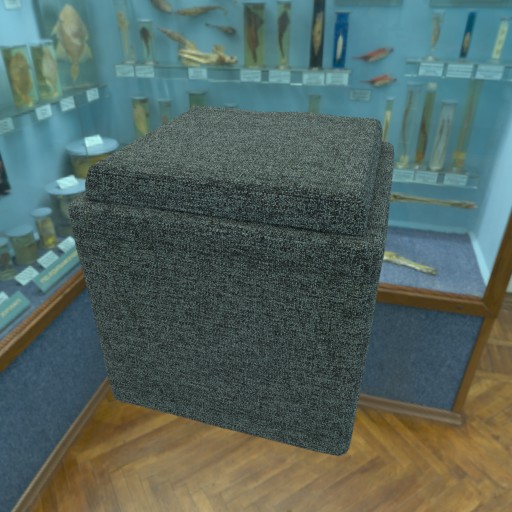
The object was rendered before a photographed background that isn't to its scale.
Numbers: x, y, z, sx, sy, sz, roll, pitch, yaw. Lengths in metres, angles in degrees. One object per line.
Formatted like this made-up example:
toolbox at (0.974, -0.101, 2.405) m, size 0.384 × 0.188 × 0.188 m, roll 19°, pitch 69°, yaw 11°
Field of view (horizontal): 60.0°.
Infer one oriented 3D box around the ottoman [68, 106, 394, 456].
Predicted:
ottoman at (0.000, 0.000, 0.841) m, size 0.450 × 0.463 × 0.450 m, roll 9°, pitch 33°, yaw 14°
